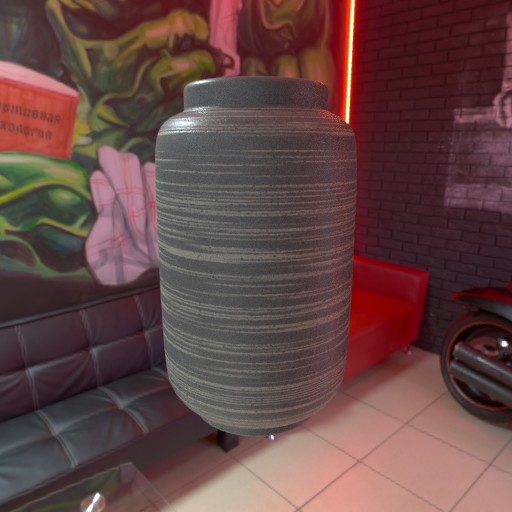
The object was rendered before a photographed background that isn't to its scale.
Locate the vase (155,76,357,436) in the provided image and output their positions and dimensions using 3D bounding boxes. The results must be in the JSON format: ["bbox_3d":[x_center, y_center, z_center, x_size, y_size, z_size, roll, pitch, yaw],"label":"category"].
[{"bbox_3d":[0.000,0.000,0.692,0.297,0.499,0.297,0,14,0],"label":"vase"}]
